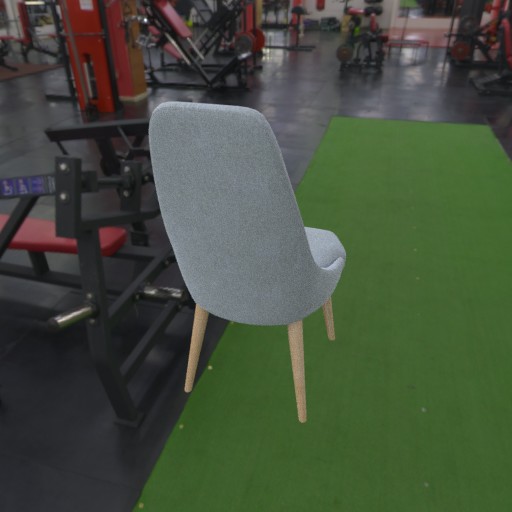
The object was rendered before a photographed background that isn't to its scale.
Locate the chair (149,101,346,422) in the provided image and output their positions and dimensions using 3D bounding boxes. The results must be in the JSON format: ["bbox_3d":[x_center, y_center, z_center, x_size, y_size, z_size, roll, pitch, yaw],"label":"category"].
[{"bbox_3d":[0.000,0.000,1.370,0.510,1.040,0.660,10,33,15],"label":"chair"}]
